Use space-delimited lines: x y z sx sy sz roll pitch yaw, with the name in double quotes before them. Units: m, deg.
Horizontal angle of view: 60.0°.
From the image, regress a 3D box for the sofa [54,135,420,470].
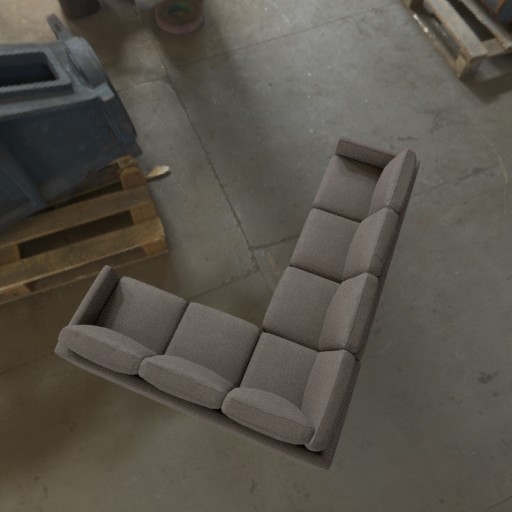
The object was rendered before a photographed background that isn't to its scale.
"sofa" 0.000 0.000 4.553 2.593 0.947 3.302 20 66 9
